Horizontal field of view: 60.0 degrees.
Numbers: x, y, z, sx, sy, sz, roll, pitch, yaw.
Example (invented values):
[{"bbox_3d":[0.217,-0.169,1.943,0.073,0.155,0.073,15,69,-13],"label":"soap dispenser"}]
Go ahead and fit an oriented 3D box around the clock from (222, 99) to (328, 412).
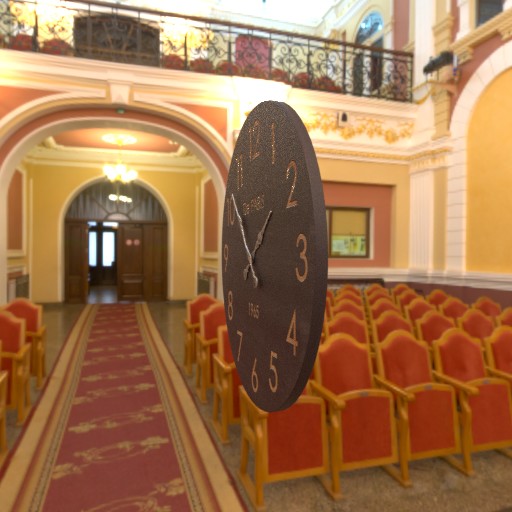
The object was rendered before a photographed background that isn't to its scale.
[{"bbox_3d":[0.000,0.000,0.893,0.029,0.595,0.595,0,1,-17],"label":"clock"}]
